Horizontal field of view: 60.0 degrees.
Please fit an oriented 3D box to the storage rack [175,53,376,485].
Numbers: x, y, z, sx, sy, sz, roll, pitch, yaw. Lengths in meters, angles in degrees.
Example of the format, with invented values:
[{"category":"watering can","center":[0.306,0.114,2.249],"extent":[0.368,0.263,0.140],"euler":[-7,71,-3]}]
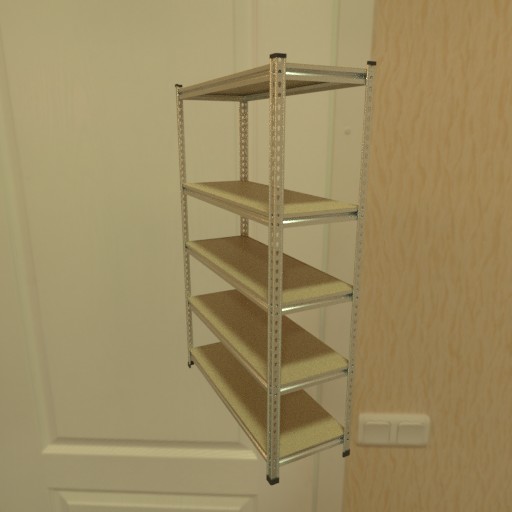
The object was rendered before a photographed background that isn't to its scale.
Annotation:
[{"category":"storage rack","center":[0.000,0.000,2.408],"extent":[0.457,1.829,1.219],"euler":[-8,17,-25]}]
